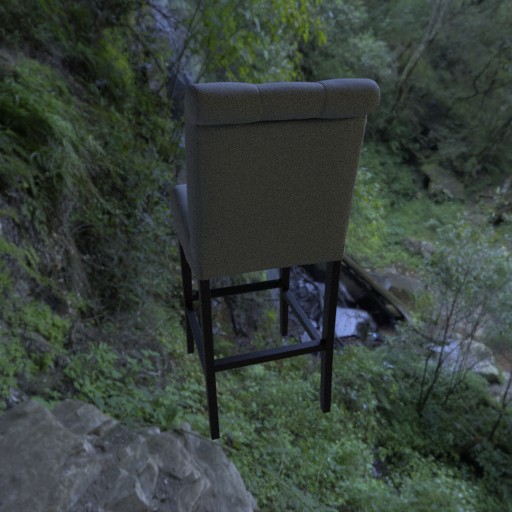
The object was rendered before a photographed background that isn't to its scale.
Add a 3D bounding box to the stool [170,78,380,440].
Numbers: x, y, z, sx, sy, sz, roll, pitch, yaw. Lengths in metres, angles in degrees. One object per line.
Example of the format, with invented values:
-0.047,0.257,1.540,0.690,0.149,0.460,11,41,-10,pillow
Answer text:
0.000,0.000,1.483,0.493,1.140,0.601,-8,28,-15,stool
